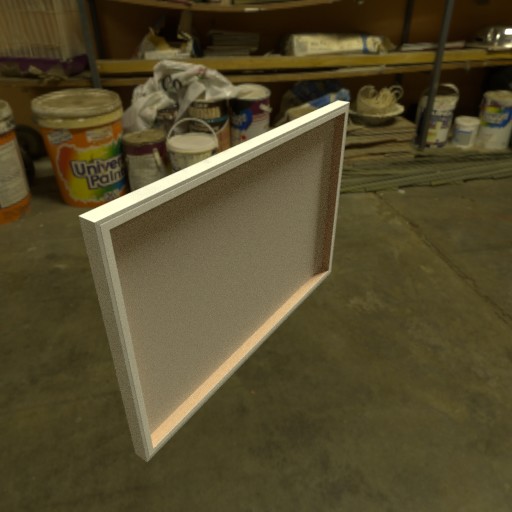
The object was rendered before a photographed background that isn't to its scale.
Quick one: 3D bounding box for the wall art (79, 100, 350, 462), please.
[{"bbox_3d":[0.000,0.000,1.161,0.038,0.610,0.915,20,38,29],"label":"wall art"}]
